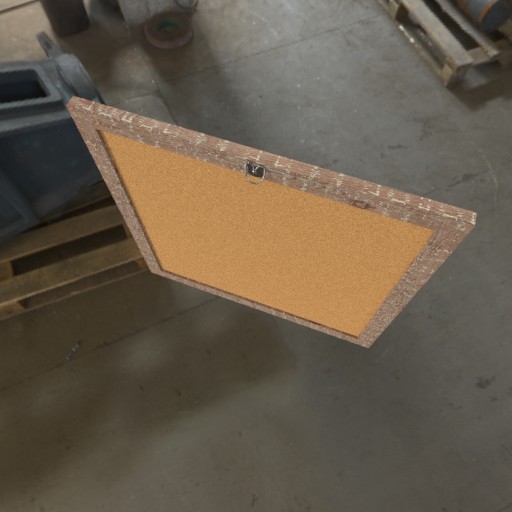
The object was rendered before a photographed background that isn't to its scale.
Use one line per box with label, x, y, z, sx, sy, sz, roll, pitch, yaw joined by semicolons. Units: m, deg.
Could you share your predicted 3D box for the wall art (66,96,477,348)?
wall art;0.000;0.000;0.559;0.380;0.380;0.022;18;65;9
